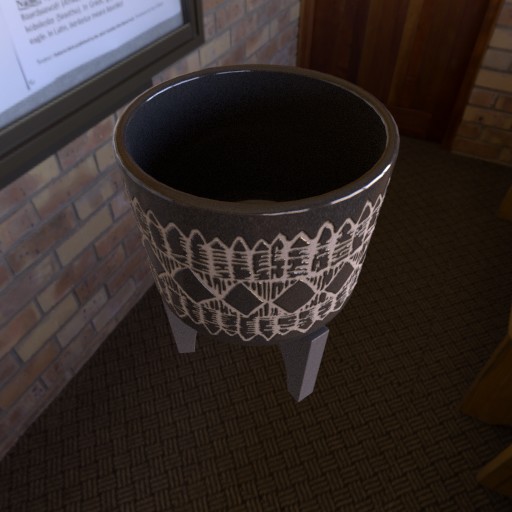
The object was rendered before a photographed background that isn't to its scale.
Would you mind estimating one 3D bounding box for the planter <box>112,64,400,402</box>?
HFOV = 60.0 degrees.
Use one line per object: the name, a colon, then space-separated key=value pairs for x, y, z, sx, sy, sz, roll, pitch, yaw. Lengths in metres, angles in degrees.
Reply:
planter: x=0.000 y=0.000 z=0.266 sx=0.129 sy=0.177 sz=0.129 roll=0 pitch=46 yaw=0
